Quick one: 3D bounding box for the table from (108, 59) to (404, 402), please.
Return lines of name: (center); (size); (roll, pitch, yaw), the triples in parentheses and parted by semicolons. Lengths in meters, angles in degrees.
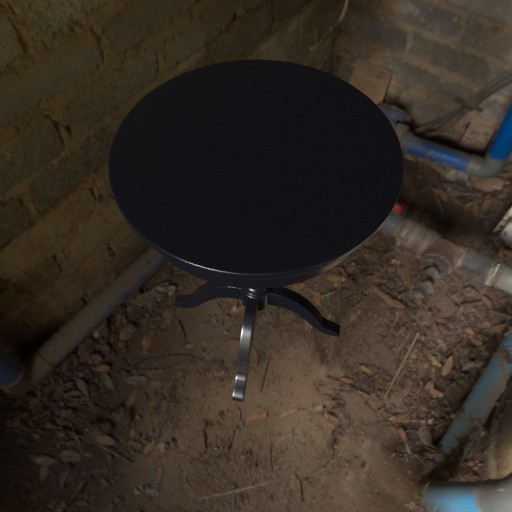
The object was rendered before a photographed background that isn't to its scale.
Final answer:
table: (0.000, 0.000, 1.004); (0.481, 0.665, 0.481); (0, 58, 0)
